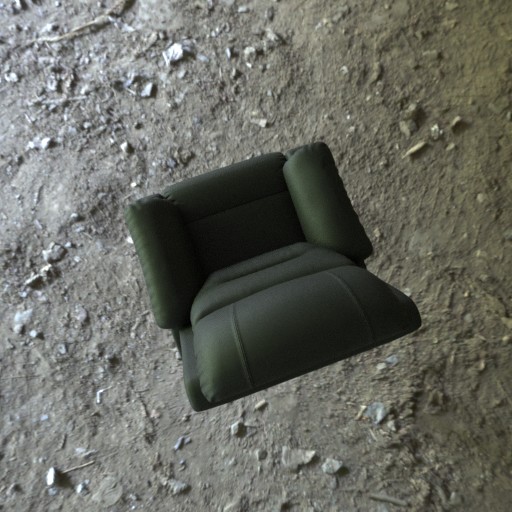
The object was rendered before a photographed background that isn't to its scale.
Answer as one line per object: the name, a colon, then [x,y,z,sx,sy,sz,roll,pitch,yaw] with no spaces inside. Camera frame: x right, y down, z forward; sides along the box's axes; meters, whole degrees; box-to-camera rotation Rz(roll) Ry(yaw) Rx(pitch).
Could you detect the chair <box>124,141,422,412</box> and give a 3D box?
chair: [0.000,0.000,1.696,0.855,0.992,0.919,-19,76,-5]
